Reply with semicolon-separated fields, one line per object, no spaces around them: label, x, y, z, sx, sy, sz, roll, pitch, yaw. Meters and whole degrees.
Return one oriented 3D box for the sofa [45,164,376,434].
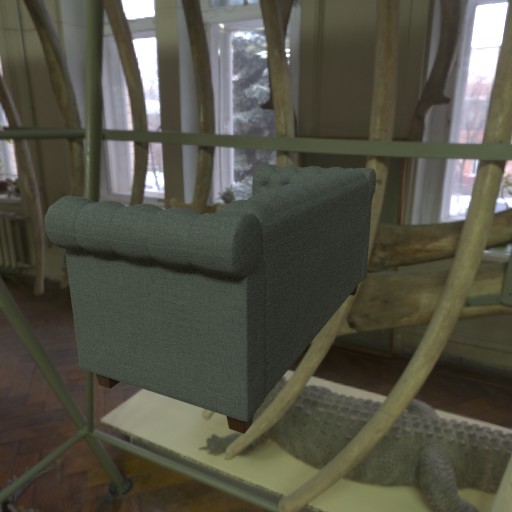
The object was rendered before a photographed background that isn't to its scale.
sofa;0.000;0.000;2.220;0.783;0.797;1.798;8;18;26
